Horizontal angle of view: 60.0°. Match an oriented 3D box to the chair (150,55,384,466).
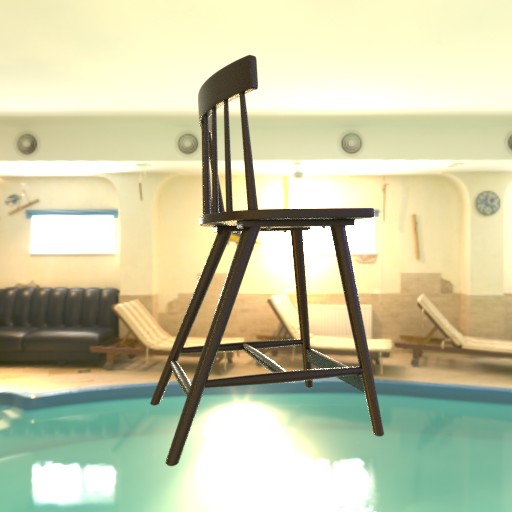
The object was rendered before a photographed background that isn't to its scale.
[{"bbox_3d":[0.000,0.000,1.295,0.572,0.952,0.483,0,1,-18],"label":"chair"}]
